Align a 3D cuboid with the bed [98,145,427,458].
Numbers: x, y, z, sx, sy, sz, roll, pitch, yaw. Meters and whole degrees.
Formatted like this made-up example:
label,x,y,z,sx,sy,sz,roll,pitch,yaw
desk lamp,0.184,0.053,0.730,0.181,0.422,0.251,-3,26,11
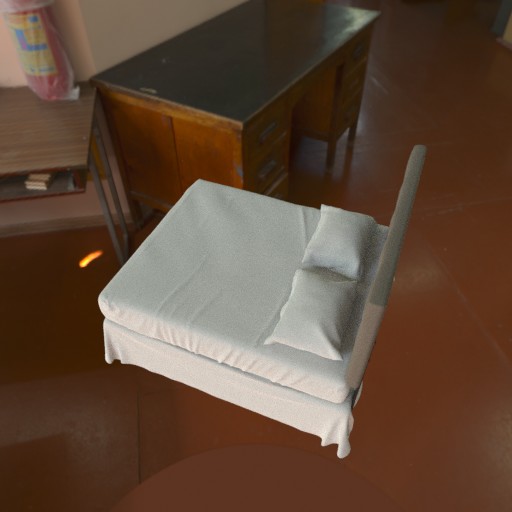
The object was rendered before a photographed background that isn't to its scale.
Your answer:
label,x,y,z,sx,sy,sz,roll,pitch,yaw
bed,0.000,0.000,3.549,2.222,1.577,1.936,16,48,15
